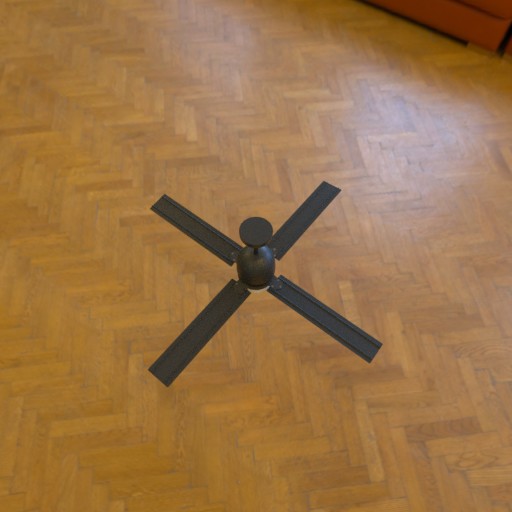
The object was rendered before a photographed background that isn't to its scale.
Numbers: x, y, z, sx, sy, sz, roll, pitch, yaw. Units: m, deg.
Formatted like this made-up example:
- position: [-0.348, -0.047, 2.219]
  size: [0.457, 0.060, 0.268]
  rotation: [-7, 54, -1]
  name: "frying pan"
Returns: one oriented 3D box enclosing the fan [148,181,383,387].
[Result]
- position: [0.000, 0.000, 1.993]
  size: [1.319, 0.410, 1.319]
  rotation: [33, 65, 18]
  name: "fan"
